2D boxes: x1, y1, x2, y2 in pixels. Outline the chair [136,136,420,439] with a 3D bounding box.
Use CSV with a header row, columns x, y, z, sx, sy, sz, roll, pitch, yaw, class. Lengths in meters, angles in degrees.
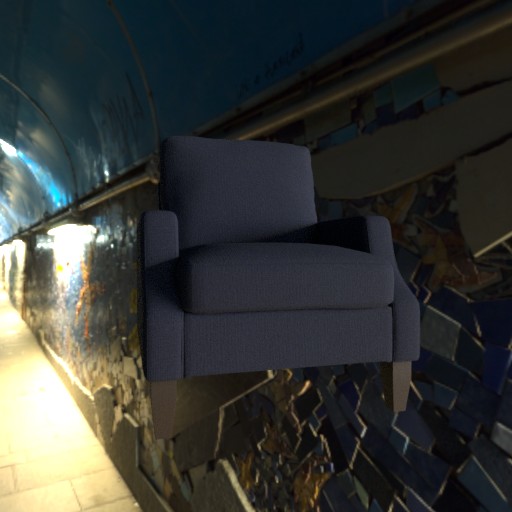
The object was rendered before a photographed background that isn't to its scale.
x,y,z,sx,sy,sz,roll,pitch,yaw,class
0.000,0.000,1.669,0.855,0.991,0.897,0,1,-16,chair
